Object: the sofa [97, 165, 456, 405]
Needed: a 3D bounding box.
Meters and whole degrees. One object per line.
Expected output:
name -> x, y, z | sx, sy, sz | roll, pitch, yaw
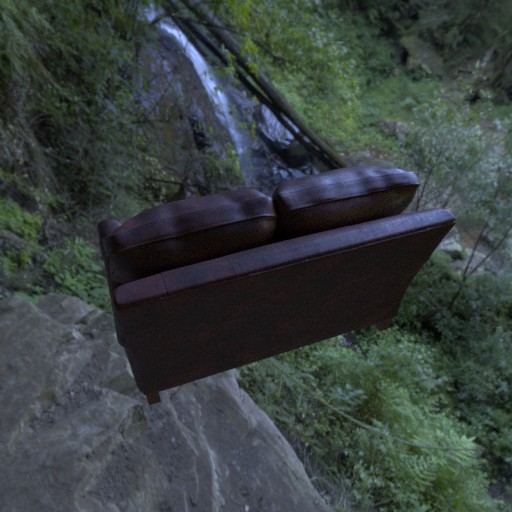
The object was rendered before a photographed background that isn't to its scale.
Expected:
sofa -> 0.000, 0.000, 2.466 | 1.628, 1.070, 1.148 | -14, 43, -15
